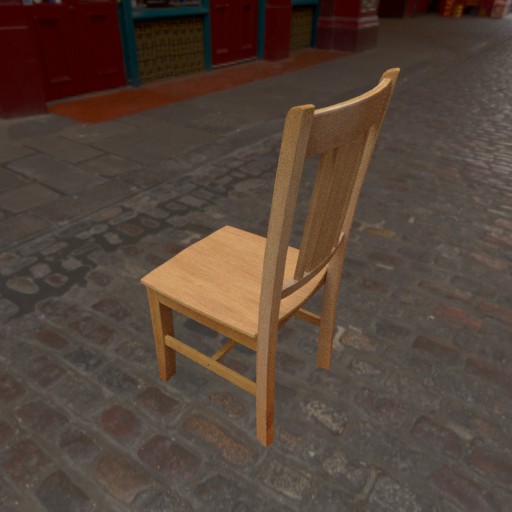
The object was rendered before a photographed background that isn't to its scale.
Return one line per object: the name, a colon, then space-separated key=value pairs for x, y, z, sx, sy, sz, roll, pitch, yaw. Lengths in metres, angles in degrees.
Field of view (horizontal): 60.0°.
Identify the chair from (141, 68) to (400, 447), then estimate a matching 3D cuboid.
chair: x=0.000 y=0.000 z=1.275 sx=0.556 sy=0.998 sz=0.450 roll=21 pitch=38 yaw=29
